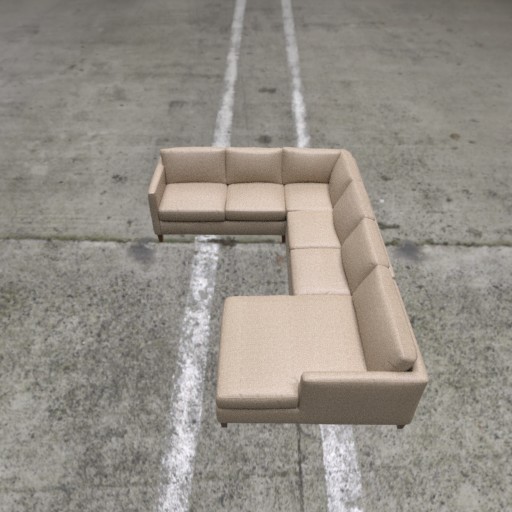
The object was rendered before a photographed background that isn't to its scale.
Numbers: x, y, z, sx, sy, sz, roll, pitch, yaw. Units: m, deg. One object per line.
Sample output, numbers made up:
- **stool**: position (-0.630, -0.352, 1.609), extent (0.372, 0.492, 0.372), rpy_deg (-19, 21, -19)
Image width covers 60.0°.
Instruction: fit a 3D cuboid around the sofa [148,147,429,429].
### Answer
- **sofa**: position (0.000, 0.000, 4.683), extent (2.594, 0.961, 3.460), rpy_deg (0, 40, 0)
